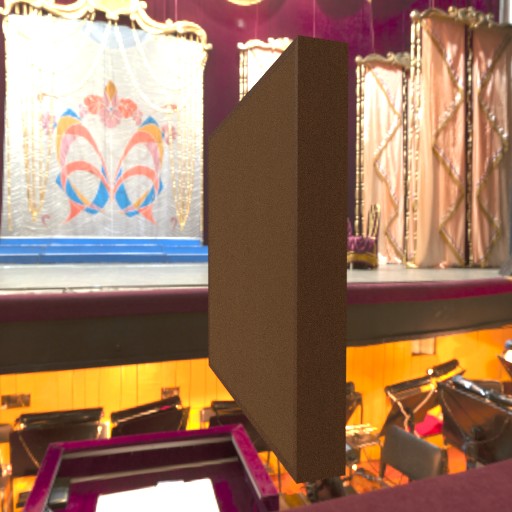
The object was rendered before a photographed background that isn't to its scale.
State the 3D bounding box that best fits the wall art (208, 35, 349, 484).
[{"bbox_3d":[0.000,0.000,0.450,0.038,0.303,0.304,-1,2,-17],"label":"wall art"}]
